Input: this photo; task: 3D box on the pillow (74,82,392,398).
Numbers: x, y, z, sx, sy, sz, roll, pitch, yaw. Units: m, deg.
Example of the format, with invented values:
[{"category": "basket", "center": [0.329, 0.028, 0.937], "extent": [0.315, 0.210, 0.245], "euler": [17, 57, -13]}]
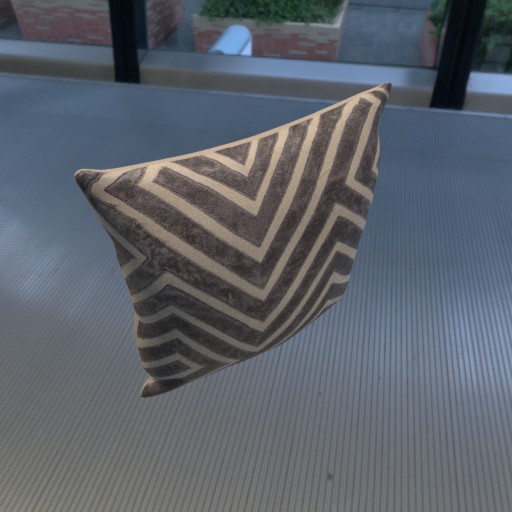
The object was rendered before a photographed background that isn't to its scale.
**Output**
[{"category": "pillow", "center": [0.000, 0.000, 0.662], "extent": [0.440, 0.441, 0.182], "euler": [-24, 49, -23]}]
